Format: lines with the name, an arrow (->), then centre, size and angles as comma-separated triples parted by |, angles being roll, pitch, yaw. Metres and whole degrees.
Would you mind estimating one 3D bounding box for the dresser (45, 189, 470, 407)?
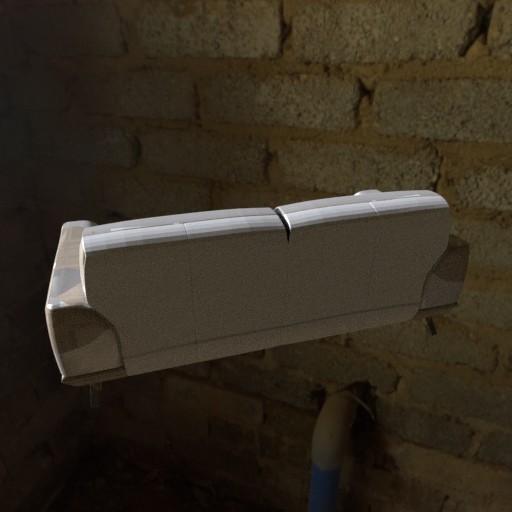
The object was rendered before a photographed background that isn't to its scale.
dresser -> 0.000, 0.000, 5.631 | 4.679, 1.863, 2.251 | -8, 28, -15
